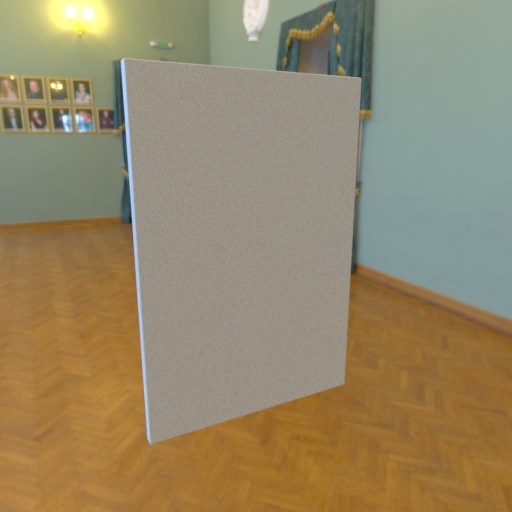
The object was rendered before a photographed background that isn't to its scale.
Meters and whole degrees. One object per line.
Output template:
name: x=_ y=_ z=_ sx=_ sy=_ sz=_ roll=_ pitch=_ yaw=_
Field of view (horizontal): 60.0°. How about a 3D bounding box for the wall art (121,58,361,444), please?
wall art: x=0.000 y=0.000 z=1.040 sx=0.556 sy=0.813 sz=0.026 roll=-8 pitch=16 yaw=-27
